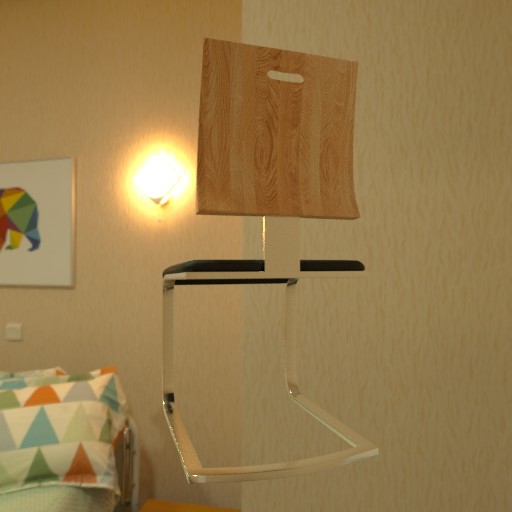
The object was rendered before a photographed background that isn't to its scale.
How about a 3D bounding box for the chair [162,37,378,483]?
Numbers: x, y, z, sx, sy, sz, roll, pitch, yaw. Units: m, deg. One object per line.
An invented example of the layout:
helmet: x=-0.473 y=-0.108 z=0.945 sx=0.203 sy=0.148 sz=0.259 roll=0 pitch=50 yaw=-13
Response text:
chair: x=0.000 y=0.000 z=1.209 sx=0.462 sy=0.936 sz=0.560 roll=0 pitch=-1 yaw=-18
